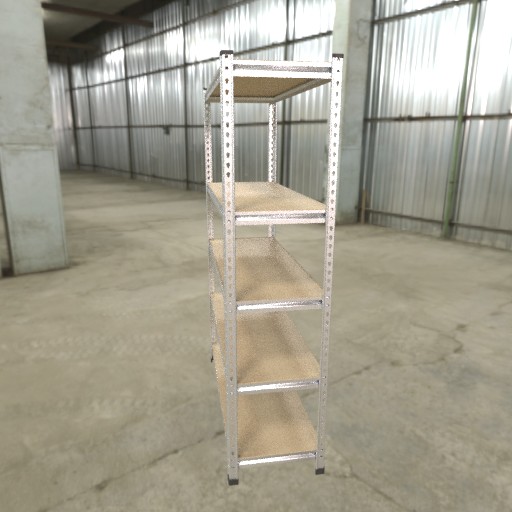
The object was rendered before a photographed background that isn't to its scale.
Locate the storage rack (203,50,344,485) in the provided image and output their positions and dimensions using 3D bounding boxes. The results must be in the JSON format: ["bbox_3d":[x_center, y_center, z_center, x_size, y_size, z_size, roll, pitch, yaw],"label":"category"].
[{"bbox_3d":[0.000,0.000,2.402,0.457,1.829,1.219,-2,15,-9],"label":"storage rack"}]
